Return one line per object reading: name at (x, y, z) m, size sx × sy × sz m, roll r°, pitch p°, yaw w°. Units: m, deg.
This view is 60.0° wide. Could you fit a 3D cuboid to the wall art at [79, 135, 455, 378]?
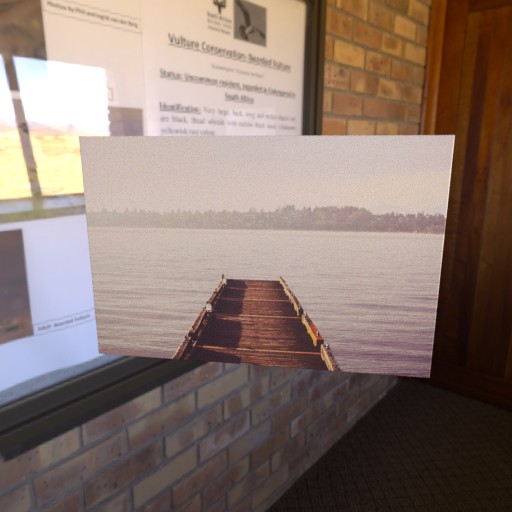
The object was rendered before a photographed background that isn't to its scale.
wall art at (0.000, 0.000, 1.160) m, size 0.916 × 0.609 × 0.037 m, roll 2°, pitch 14°, yaw 8°
